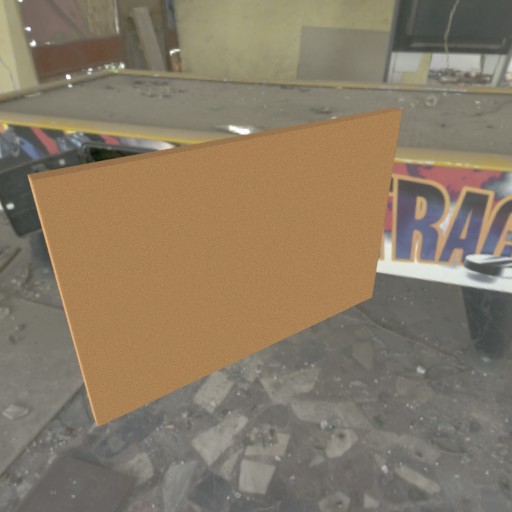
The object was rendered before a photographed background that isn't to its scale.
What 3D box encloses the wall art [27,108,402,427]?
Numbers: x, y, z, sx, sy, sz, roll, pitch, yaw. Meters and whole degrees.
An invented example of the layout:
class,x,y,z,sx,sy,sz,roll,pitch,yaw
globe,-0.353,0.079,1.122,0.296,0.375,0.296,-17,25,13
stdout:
class,x,y,z,sx,sy,sz,roll,pitch,yaw
wall art,0.000,0.000,1.116,0.915,0.608,0.033,-19,35,-29
